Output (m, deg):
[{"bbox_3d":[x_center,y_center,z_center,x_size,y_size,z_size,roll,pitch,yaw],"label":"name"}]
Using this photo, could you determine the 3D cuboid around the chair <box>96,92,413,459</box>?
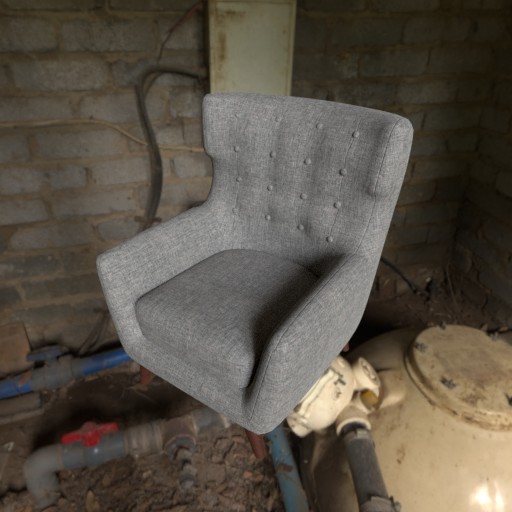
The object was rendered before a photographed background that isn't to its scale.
[{"bbox_3d":[0.000,0.000,1.736,0.878,1.063,0.904,20,36,30],"label":"chair"}]
